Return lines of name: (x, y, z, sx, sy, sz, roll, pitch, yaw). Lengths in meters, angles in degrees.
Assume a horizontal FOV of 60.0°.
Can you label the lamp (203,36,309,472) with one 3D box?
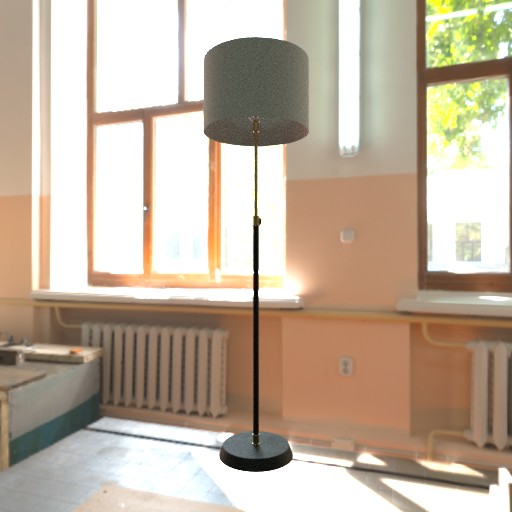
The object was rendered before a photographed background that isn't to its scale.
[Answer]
lamp: (0.000, 0.000, 1.699, 0.404, 1.517, 0.404, 0, -1, -36)
